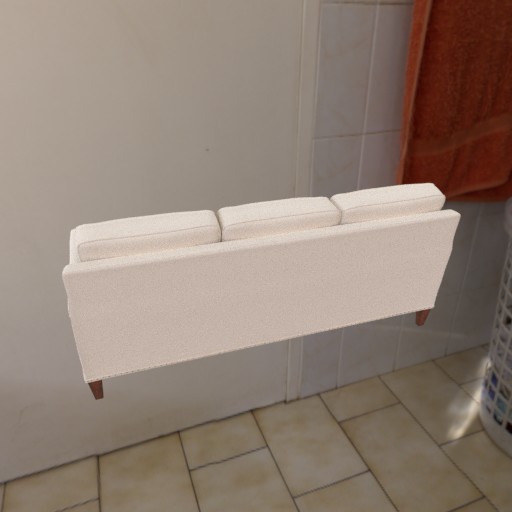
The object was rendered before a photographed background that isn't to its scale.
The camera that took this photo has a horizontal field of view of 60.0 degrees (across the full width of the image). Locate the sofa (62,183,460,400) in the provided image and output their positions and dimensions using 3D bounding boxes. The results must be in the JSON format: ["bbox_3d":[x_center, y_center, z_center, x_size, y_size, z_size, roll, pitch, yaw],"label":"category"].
[{"bbox_3d":[0.000,0.000,2.862,2.246,1.003,1.084,-9,29,-16],"label":"sofa"}]
